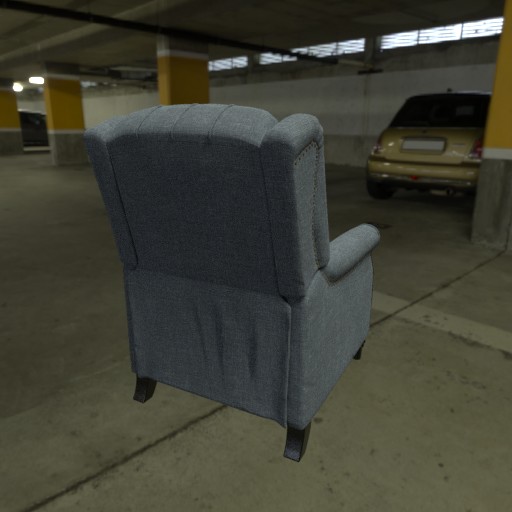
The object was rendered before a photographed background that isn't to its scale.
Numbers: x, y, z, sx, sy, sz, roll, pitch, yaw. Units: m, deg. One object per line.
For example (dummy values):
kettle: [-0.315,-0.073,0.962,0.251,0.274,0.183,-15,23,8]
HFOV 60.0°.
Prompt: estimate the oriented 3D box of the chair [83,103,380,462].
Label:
chair: [0.000,0.000,1.623,0.742,1.035,0.898,9,19,27]
